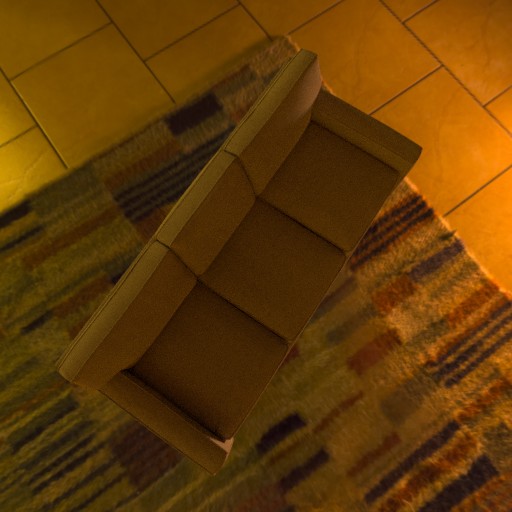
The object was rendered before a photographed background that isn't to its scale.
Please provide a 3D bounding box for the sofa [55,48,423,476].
[{"bbox_3d":[0.000,0.000,2.498,0.936,0.862,2.093,33,78,8],"label":"sofa"}]
